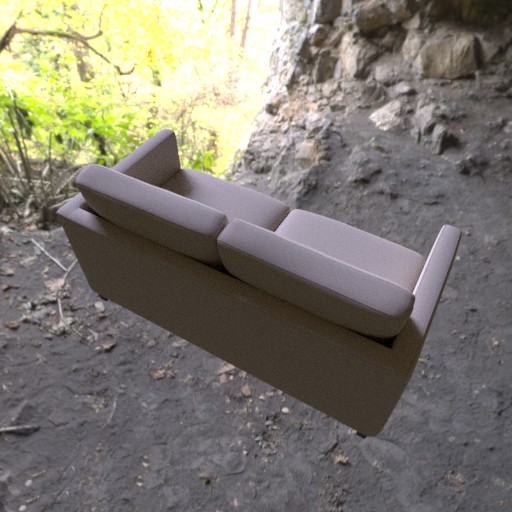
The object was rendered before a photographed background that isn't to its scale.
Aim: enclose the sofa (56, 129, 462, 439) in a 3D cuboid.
[{"bbox_3d":[0.000,0.000,2.232,1.722,0.888,0.873,23,52,19],"label":"sofa"}]
